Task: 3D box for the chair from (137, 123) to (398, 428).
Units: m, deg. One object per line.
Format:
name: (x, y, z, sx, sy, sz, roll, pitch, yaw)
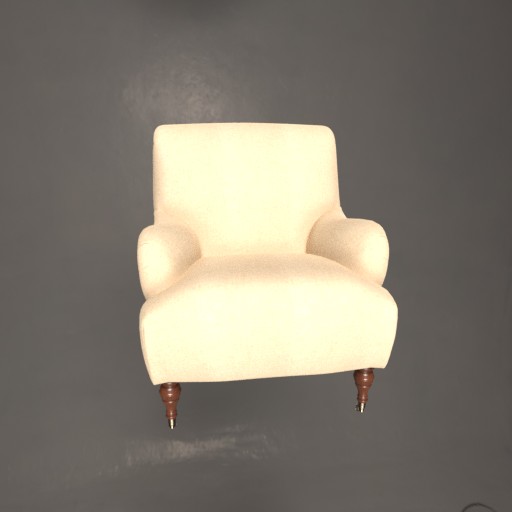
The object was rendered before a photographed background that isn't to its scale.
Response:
chair: (0.000, 0.000, 1.599, 0.766, 0.944, 0.842, -2, 15, -8)
